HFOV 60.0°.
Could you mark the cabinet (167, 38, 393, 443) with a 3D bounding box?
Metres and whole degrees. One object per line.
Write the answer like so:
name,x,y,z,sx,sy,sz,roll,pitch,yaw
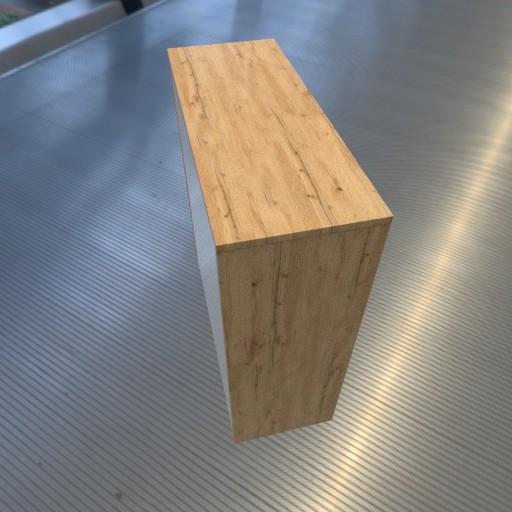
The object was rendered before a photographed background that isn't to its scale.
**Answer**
cabinet,0.000,0.000,1.979,0.473,1.397,1.168,-10,48,-9
